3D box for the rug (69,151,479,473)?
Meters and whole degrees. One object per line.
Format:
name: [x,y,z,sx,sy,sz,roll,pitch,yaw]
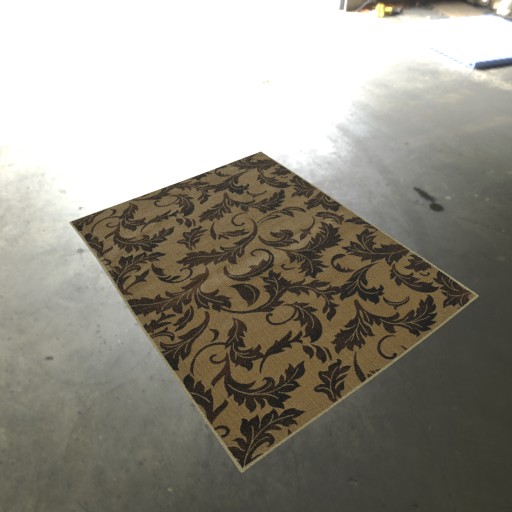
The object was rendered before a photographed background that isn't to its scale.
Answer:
rug: [0.000,0.000,3.983,2.380,0.008,2.977,-26,48,-26]
